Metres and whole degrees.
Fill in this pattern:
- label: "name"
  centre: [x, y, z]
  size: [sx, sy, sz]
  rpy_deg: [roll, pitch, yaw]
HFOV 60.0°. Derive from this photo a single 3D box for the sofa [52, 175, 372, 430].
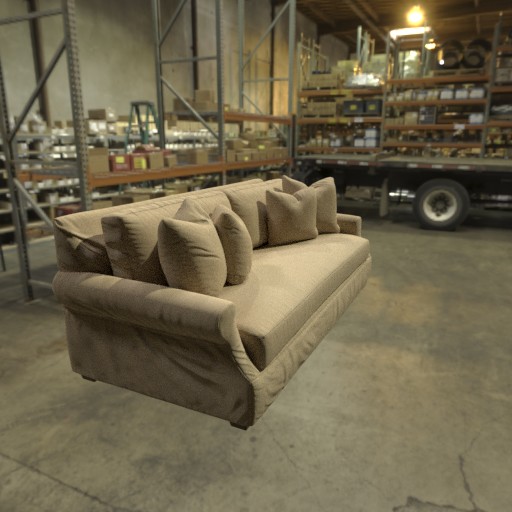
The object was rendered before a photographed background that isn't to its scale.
- label: "sofa"
  centre: [0.000, 0.000, 2.833]
  size: [1.067, 0.904, 2.285]
  rpy_deg: [7, 17, 25]
